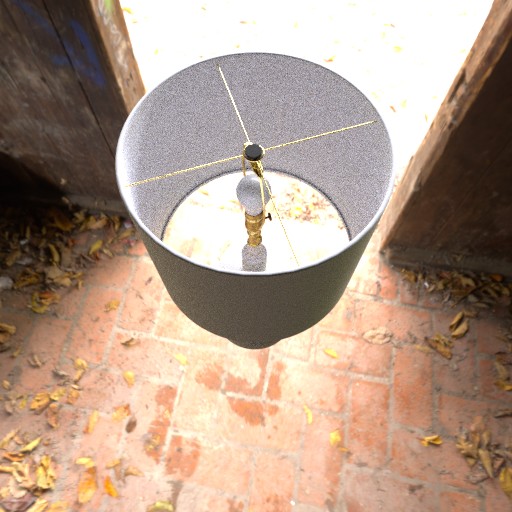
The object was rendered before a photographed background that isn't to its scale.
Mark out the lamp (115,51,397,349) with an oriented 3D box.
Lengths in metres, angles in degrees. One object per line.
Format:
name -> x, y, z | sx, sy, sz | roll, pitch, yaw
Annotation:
lamp -> 0.000, 0.000, 0.716 | 0.301, 0.533, 0.301 | -16, 65, -8
